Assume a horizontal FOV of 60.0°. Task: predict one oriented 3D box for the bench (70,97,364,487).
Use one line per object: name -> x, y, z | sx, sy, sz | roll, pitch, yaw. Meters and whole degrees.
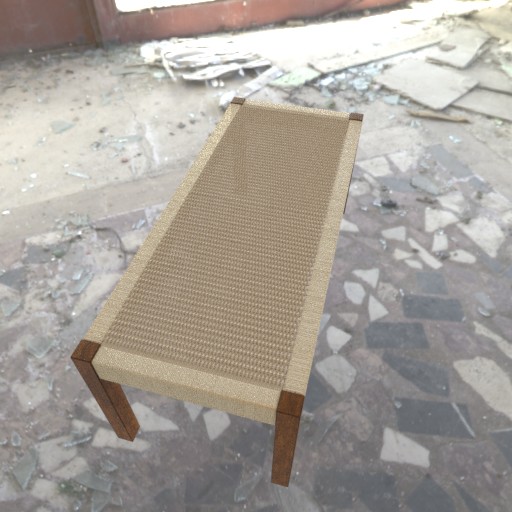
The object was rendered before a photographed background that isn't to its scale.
bench -> 0.000, 0.000, 1.473 | 0.507, 0.457, 1.198 | 11, 48, 10
